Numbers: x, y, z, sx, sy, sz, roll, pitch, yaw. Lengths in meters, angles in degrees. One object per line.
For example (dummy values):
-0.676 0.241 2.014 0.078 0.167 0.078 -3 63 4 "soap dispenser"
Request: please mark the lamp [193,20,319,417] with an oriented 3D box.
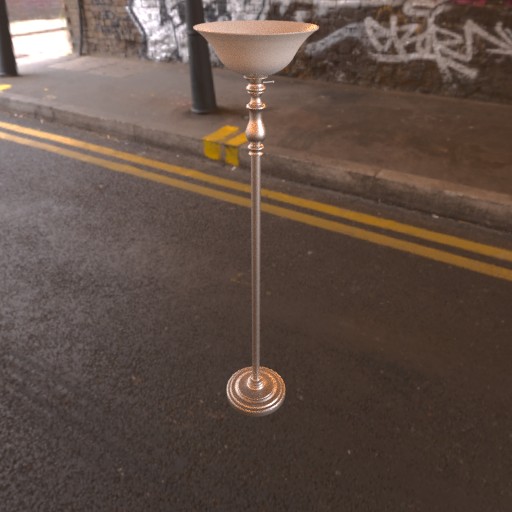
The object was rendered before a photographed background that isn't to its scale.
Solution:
0.000 0.000 1.916 0.405 1.771 0.405 -11 34 -17 "lamp"
